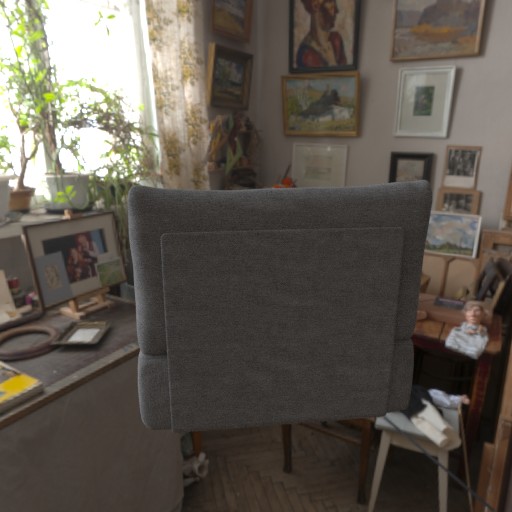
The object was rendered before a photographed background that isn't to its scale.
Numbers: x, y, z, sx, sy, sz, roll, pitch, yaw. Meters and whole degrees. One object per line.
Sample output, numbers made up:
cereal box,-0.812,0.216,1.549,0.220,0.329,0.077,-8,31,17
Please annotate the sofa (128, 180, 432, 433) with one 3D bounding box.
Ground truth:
sofa,0.000,0.000,2.045,0.930,0.820,1.450,-2,16,-7
